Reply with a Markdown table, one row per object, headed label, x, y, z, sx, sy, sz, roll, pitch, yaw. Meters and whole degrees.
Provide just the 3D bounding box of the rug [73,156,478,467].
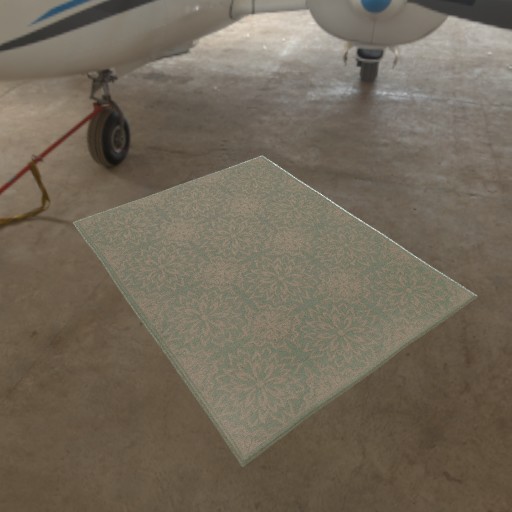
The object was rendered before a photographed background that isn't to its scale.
| label | x | y | z | sx | sy | sz | roll | pitch | yaw |
| --- | --- | --- | --- | --- | --- | --- | --- | --- | --- |
| rug | 0.000 | 0.000 | 4.038 | 2.363 | 0.012 | 2.980 | -25 | 47 | -26 |
